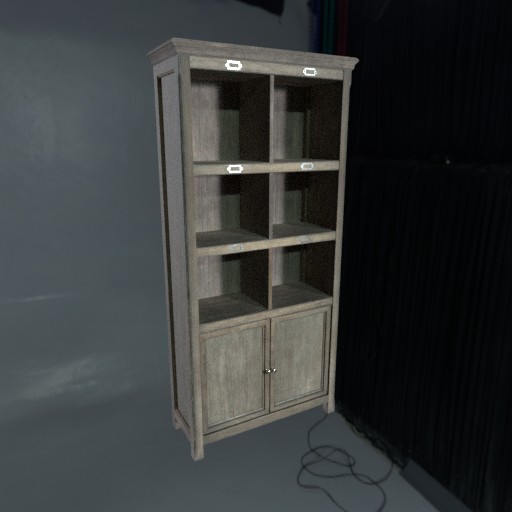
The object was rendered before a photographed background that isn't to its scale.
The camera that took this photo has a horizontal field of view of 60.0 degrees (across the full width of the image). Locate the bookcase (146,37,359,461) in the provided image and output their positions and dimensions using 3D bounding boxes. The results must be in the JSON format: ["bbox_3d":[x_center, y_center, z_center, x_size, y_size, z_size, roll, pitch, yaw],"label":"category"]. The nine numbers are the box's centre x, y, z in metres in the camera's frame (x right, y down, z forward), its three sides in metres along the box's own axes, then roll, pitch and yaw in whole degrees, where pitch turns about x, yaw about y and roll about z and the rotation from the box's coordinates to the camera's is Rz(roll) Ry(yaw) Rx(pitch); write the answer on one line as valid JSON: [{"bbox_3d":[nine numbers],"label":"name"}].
[{"bbox_3d":[0.000,0.000,2.240,0.906,1.880,0.348,-8,17,-28],"label":"bookcase"}]
